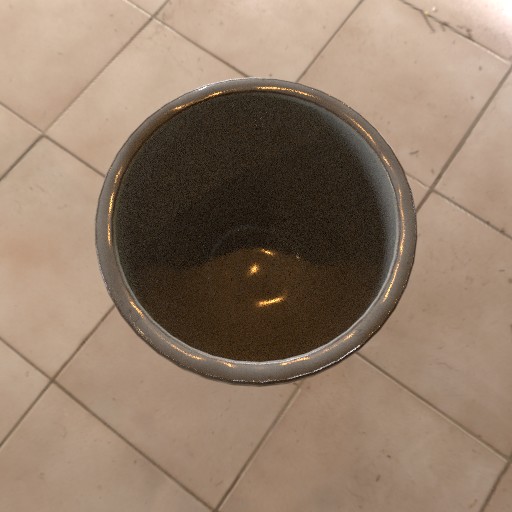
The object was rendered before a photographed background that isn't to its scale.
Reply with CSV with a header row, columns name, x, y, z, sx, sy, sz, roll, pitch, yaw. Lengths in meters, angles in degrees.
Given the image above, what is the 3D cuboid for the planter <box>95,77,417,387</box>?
name,x,y,z,sx,sy,sz,roll,pitch,yaw
planter,0.000,0.000,0.357,0.197,0.191,0.197,0,76,0
